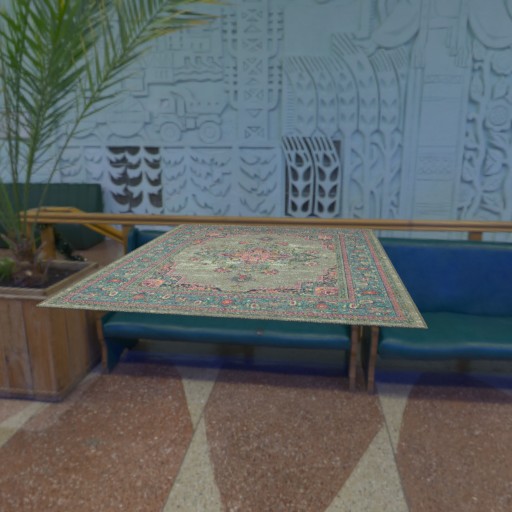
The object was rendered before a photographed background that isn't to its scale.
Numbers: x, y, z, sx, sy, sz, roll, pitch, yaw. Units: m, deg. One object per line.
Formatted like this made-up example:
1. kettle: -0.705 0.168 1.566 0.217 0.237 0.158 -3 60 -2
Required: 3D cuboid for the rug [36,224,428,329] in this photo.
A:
1. rug: 0.000 0.000 4.149 2.434 0.013 3.057 2 14 8
